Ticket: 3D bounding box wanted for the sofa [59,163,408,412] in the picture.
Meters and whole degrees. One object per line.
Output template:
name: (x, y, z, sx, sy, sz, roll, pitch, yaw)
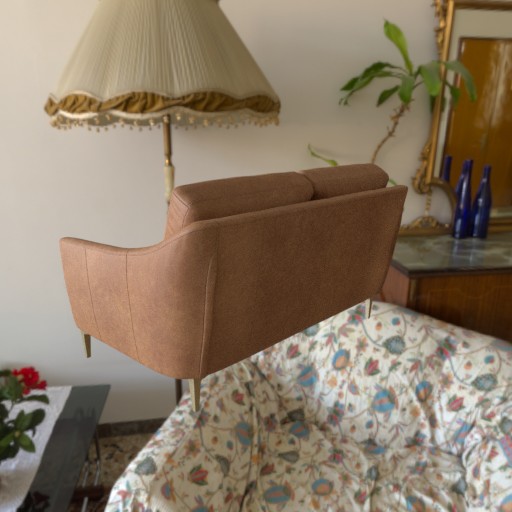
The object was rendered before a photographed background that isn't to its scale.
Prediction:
sofa: (0.000, 0.000, 2.277, 1.619, 0.902, 0.960, -16, 22, -42)
